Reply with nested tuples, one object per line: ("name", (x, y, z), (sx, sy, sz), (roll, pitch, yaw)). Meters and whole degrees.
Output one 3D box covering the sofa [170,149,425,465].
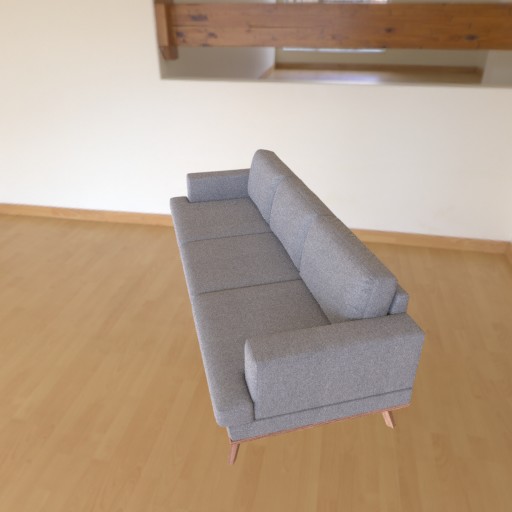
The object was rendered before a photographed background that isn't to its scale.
("sofa", (0.000, 0.000, 2.825), (0.920, 0.810, 2.310), (-7, 31, -12))
